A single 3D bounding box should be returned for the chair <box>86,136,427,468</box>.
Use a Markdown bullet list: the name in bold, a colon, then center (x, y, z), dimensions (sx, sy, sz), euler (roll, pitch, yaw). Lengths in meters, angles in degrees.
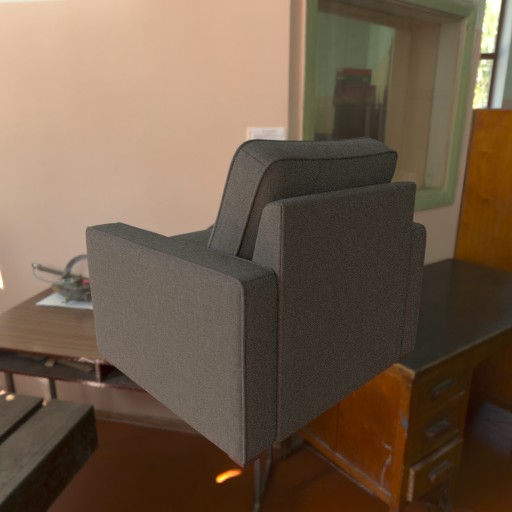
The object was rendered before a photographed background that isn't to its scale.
- **chair**: center (0.000, 0.000, 1.765), dimensions (1.017, 0.919, 0.940), euler (-15, 21, -42)
